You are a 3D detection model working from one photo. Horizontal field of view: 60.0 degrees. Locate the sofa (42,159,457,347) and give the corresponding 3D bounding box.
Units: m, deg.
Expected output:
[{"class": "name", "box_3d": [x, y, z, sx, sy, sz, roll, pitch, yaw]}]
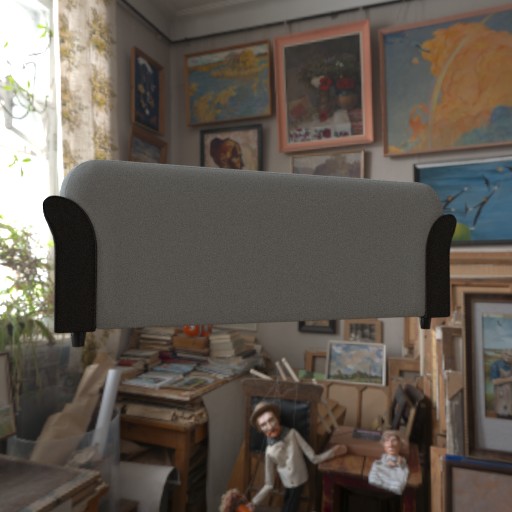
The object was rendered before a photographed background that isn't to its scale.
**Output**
[{"class": "sofa", "box_3d": [0.000, 0.000, 2.391, 2.001, 0.787, 0.755, 1, -2, -18]}]
